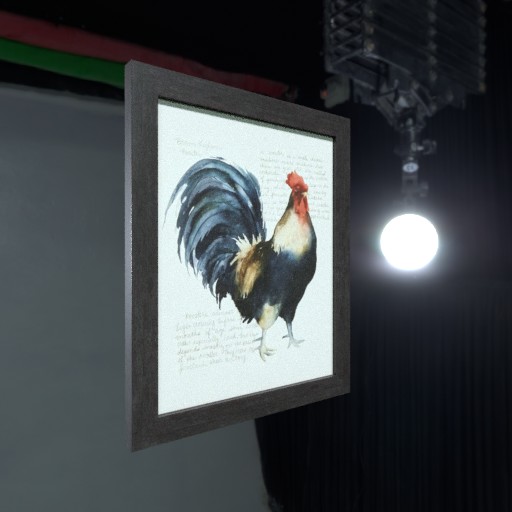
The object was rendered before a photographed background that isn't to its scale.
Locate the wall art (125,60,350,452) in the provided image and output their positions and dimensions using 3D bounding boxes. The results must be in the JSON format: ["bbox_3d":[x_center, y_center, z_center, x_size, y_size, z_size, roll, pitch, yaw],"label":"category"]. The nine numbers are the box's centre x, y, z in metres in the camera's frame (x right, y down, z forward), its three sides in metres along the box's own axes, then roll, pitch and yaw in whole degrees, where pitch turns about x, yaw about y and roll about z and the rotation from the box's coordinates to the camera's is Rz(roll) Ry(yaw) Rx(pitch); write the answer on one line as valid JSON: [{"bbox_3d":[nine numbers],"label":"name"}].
[{"bbox_3d":[0.000,0.000,0.808,0.479,0.580,0.027,0,0,-37],"label":"wall art"}]
